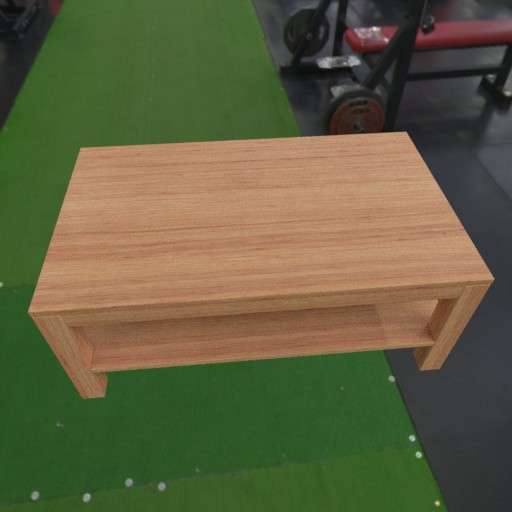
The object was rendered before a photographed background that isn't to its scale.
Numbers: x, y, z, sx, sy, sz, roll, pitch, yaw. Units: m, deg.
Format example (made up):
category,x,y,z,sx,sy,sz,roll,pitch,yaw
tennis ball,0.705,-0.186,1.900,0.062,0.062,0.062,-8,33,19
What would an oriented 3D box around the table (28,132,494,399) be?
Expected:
category,x,y,z,sx,sy,sz,roll,pitch,yaw
table,0.000,0.000,1.485,1.146,0.457,0.695,-4,47,-4
